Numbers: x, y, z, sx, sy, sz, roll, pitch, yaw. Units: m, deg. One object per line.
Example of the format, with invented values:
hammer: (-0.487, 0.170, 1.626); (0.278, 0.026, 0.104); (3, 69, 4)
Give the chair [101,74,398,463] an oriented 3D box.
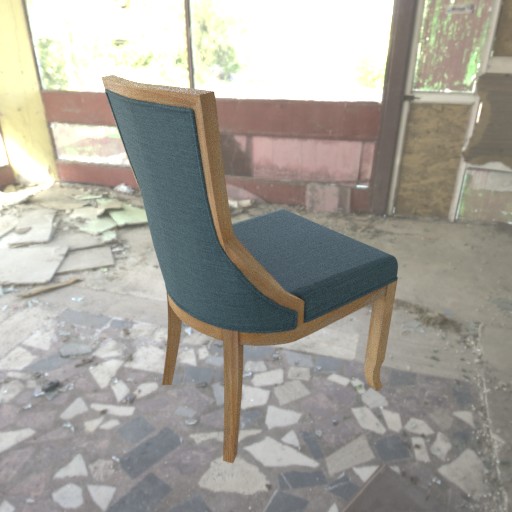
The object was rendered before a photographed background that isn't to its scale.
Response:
chair: (0.000, 0.000, 1.250); (0.641, 0.947, 0.524); (-19, 32, -33)
